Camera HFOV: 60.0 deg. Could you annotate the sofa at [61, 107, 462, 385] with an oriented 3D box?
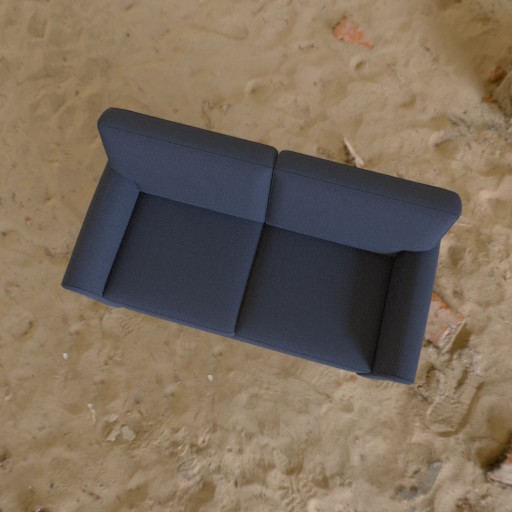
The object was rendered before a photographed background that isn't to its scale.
[{"bbox_3d":[0.000,0.000,2.512,1.930,1.020,0.940,15,76,4],"label":"sofa"}]
